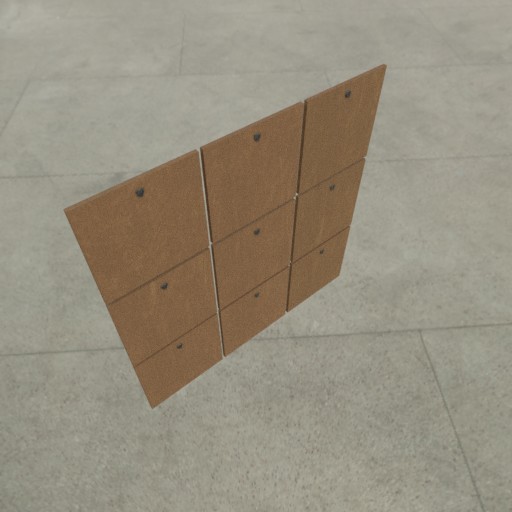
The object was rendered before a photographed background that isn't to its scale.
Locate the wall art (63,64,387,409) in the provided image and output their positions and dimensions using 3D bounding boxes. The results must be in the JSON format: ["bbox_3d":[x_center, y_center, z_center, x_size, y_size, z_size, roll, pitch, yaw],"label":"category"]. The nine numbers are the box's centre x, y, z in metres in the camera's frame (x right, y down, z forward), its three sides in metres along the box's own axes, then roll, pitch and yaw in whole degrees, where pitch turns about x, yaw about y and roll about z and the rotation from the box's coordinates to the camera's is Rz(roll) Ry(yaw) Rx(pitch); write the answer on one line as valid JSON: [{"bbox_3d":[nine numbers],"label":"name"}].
[{"bbox_3d":[0.000,0.000,1.355,0.915,0.913,0.018,-32,56,-25],"label":"wall art"}]
